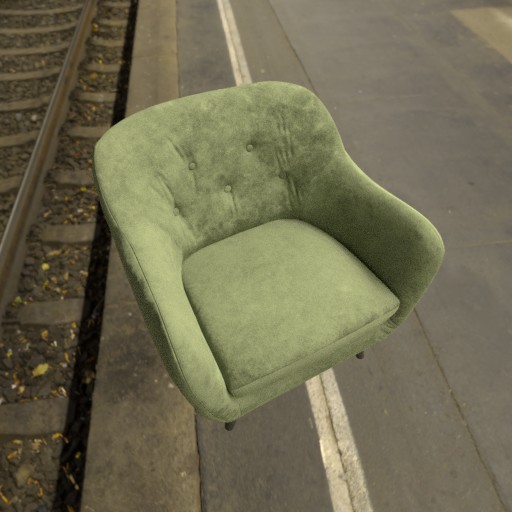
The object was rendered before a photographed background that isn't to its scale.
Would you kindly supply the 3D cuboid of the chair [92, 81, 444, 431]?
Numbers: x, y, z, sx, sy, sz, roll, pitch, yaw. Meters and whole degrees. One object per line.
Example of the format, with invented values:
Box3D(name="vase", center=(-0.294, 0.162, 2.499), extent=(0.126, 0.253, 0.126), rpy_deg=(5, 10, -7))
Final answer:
Box3D(name="chair", center=(0.000, 0.000, 1.467), extent=(0.840, 0.804, 0.819), rpy_deg=(-22, 51, -19))
